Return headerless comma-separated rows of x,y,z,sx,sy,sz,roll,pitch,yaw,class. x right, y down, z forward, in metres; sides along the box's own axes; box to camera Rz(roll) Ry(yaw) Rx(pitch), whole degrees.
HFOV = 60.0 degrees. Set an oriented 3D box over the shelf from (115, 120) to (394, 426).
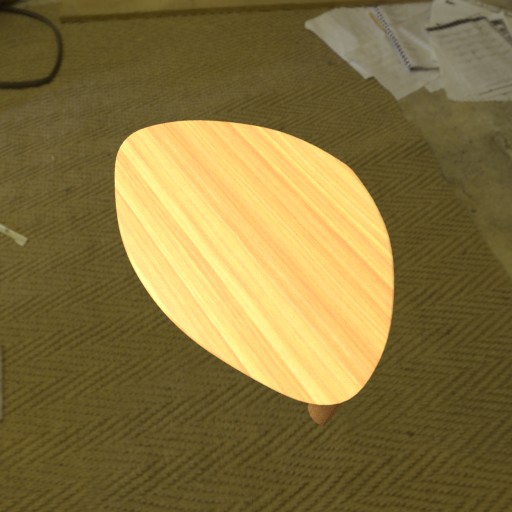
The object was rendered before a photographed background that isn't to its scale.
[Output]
0.000,0.000,1.685,0.845,0.440,1.246,-32,64,-18,shelf
